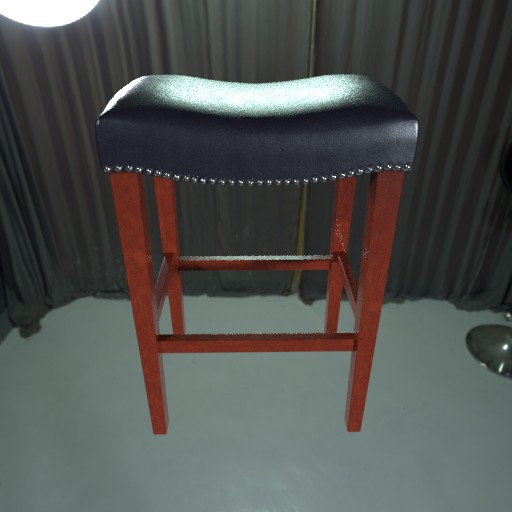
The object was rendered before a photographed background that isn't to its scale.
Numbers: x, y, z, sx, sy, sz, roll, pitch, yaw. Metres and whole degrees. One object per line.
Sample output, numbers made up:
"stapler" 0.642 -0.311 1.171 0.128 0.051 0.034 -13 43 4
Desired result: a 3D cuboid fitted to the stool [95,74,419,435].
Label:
"stool" 0.000 0.000 0.995 0.504 0.742 0.372 0 30 -1
